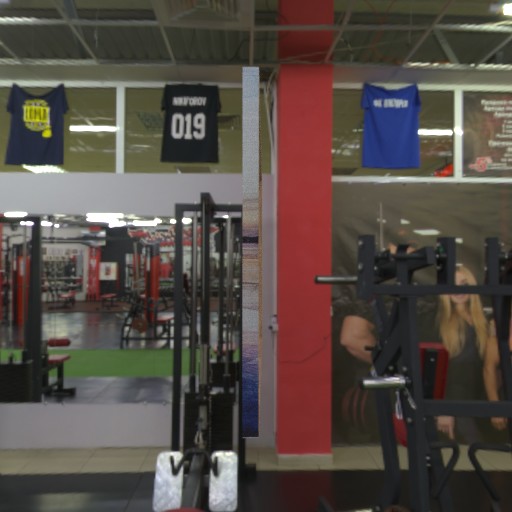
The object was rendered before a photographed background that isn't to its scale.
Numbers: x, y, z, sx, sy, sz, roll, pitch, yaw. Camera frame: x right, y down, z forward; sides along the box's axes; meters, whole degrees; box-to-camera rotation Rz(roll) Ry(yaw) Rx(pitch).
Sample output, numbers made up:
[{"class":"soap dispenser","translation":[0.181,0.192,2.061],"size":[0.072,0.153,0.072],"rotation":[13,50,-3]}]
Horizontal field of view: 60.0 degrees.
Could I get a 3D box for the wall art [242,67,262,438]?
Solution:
[{"class":"wall art","translation":[0.000,0.000,1.470],"size":[0.034,0.756,1.137],"rotation":[0,-1,1]}]
